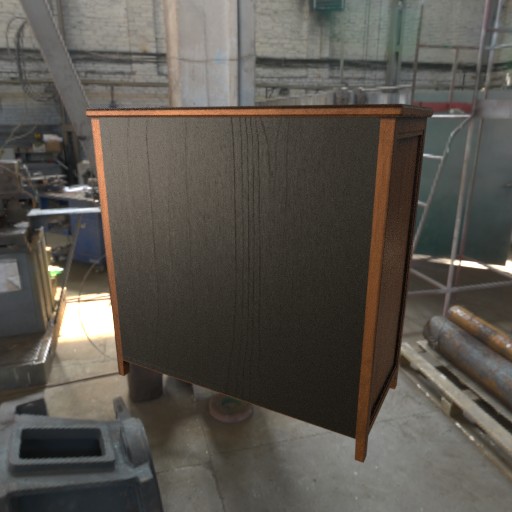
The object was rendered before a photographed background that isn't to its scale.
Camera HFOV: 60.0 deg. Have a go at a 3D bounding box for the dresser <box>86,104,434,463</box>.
[{"bbox_3d":[0.000,0.000,1.934,1.250,1.224,0.591,9,20,27],"label":"dresser"}]
